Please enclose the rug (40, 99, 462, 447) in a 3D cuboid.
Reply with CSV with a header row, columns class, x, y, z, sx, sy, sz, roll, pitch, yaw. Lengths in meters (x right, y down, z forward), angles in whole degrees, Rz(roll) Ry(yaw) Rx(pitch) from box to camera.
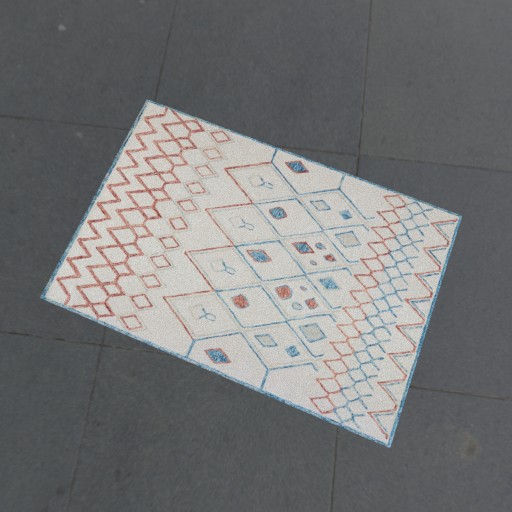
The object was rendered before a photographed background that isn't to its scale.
class,x,y,z,sx,sy,sz,roll,pitch,yaw
rug,0.000,0.000,2.266,1.829,0.016,1.219,22,76,6
